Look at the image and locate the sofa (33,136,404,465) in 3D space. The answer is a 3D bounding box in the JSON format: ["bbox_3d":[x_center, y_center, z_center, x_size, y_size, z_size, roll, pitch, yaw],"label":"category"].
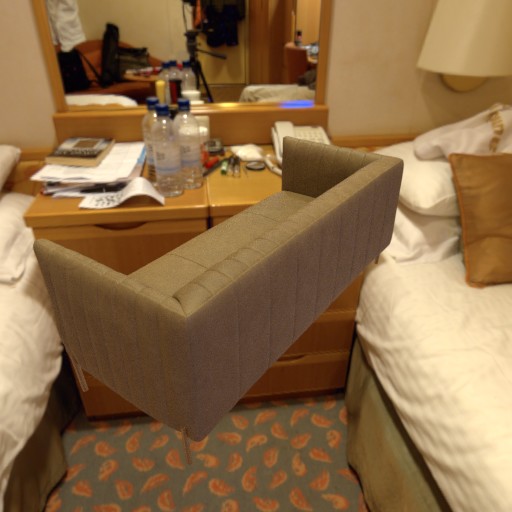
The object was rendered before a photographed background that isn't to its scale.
[{"bbox_3d":[0.000,0.000,2.421,0.876,0.779,1.980,20,36,30],"label":"sofa"}]
